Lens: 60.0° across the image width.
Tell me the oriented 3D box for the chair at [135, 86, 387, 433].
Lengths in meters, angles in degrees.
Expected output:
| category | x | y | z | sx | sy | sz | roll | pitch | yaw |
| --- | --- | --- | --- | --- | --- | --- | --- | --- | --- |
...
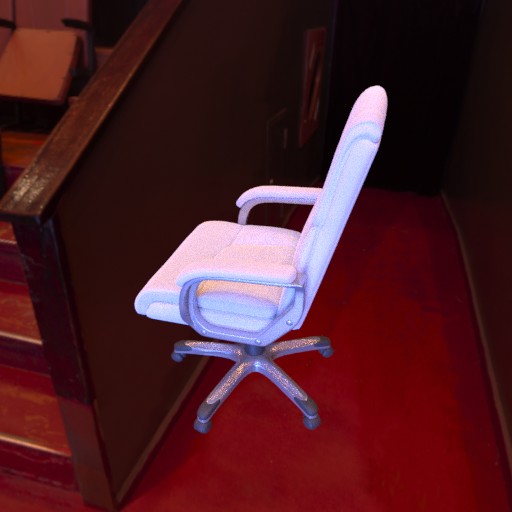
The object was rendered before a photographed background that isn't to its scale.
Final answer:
| category | x | y | z | sx | sy | sz | roll | pitch | yaw |
| --- | --- | --- | --- | --- | --- | --- | --- | --- | --- |
| chair | 0.000 | 0.000 | 1.550 | 0.738 | 1.120 | 0.687 | 8 | 31 | 13 |
